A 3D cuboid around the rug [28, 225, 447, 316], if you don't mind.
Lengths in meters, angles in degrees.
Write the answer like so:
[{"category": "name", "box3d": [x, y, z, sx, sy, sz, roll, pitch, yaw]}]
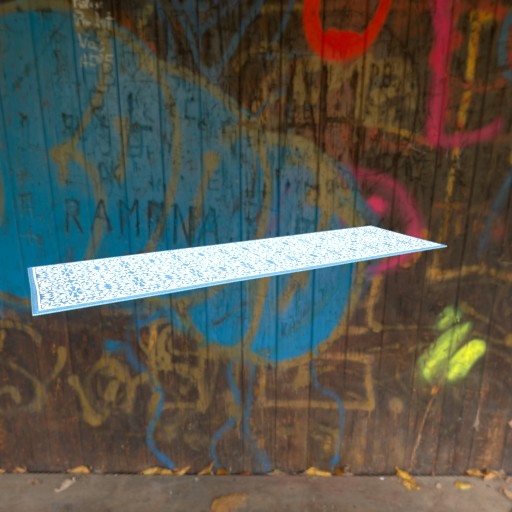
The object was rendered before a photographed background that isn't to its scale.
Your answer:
[{"category": "rug", "box3d": [0.000, 0.000, 2.396, 2.196, 0.011, 0.662, -8, 18, -27]}]
